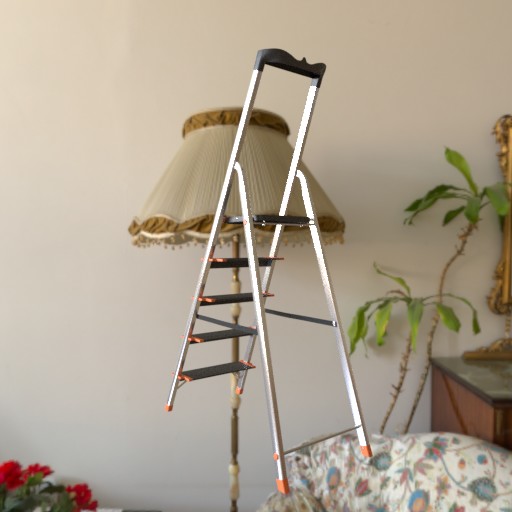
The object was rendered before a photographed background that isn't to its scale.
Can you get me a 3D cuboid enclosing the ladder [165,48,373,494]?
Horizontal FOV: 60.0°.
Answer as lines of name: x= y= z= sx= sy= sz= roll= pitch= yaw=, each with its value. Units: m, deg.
ladder: x=0.000 y=0.000 z=2.074 sx=0.480 sy=1.646 sz=0.995 roll=-1 pitch=2 yaw=-36
